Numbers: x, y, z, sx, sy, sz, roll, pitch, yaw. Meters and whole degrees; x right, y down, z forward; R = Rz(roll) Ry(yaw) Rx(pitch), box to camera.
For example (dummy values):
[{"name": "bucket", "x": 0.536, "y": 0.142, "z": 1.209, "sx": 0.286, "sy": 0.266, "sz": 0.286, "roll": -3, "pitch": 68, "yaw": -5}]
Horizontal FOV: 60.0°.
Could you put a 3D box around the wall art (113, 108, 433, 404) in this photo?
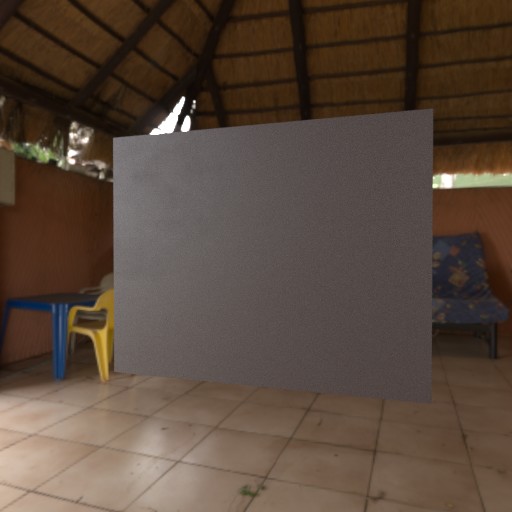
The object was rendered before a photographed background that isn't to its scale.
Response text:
[{"name": "wall art", "x": 0.000, "y": 0.000, "z": 1.632, "sx": 1.207, "sy": 0.952, "sz": 0.034, "roll": 0, "pitch": 1, "yaw": 18}]
